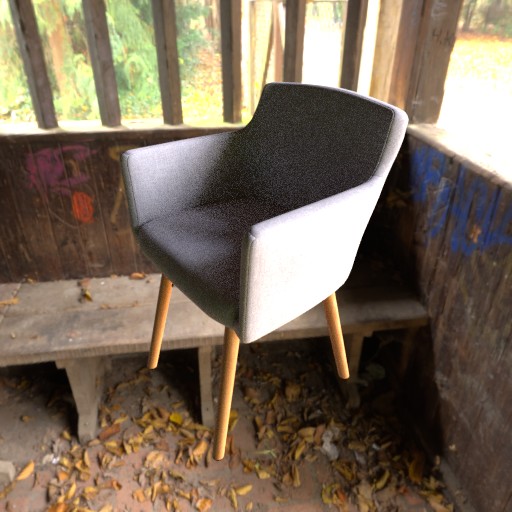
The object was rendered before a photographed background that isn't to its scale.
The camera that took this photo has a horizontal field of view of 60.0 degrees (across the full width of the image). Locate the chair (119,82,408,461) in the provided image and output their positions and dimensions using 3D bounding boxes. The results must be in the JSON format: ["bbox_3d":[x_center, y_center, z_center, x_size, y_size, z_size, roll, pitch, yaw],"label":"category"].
[{"bbox_3d":[0.000,0.000,1.149,0.540,0.780,0.570,-21,37,-31],"label":"chair"}]
